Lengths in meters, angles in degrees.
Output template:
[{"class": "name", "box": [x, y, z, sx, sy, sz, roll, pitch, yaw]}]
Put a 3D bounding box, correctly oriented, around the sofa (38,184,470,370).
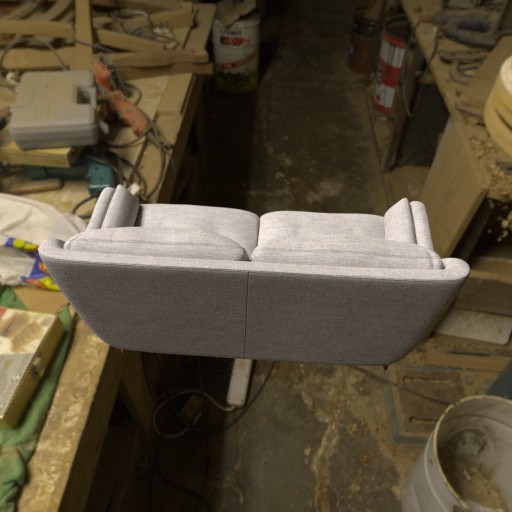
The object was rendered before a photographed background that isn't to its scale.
[{"class": "sofa", "box": [0.000, 0.000, 2.447, 1.930, 0.897, 0.976, 3, 47, 3]}]
